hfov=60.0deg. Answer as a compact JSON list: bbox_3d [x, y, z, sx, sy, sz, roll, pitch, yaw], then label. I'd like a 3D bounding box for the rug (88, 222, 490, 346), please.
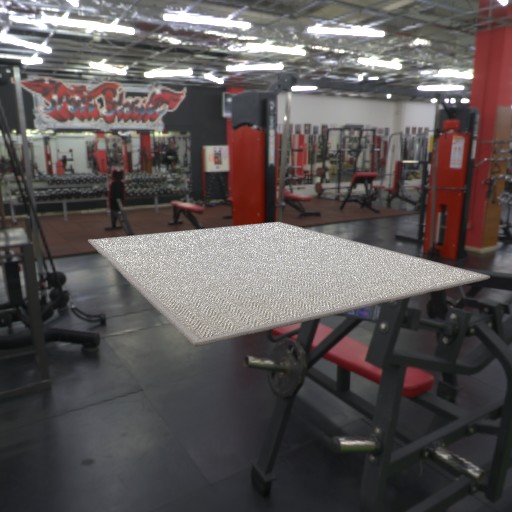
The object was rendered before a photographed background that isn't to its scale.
[{"bbox_3d":[0.000,0.000,4.067,2.434,0.032,3.007,-8,16,-29],"label":"rug"}]
